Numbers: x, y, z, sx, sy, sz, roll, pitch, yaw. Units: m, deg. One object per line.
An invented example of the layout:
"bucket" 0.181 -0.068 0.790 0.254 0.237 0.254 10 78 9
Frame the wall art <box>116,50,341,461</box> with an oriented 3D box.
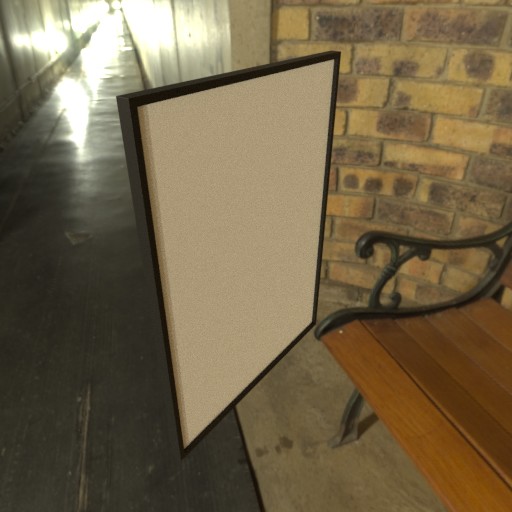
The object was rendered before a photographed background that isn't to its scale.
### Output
"wall art" 0.000 0.000 1.356 0.036 1.070 0.802 22 38 31
